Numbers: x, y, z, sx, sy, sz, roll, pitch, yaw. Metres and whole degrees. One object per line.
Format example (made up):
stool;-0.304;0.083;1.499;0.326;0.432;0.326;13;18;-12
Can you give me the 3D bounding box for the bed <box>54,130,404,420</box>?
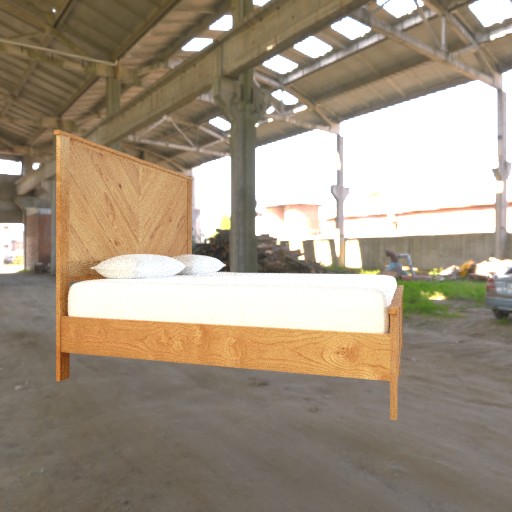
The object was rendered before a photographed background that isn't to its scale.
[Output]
bed;0.000;0.000;4.054;2.530;1.938;2.225;0;0;19
